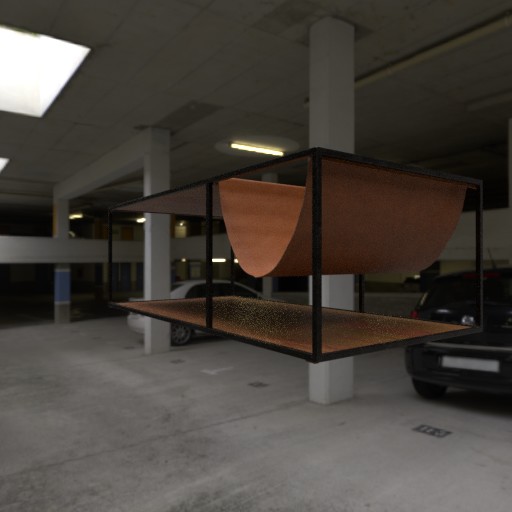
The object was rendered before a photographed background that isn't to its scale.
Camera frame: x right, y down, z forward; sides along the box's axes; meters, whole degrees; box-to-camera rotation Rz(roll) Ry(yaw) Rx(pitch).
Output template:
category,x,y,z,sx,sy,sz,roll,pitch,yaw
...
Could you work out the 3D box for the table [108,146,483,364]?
category,x,y,z,sx,sy,sz,roll,pitch,yaw
table,0.000,0.000,1.470,0.597,0.403,1.199,0,0,-36
